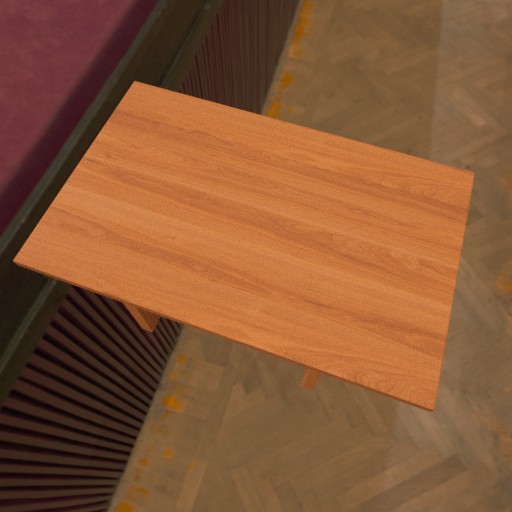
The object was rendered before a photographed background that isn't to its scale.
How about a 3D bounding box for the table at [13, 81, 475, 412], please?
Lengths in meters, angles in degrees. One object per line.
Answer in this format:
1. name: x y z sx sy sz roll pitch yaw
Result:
1. table: 0.000 0.000 1.450 1.100 0.510 0.700 18 65 9
